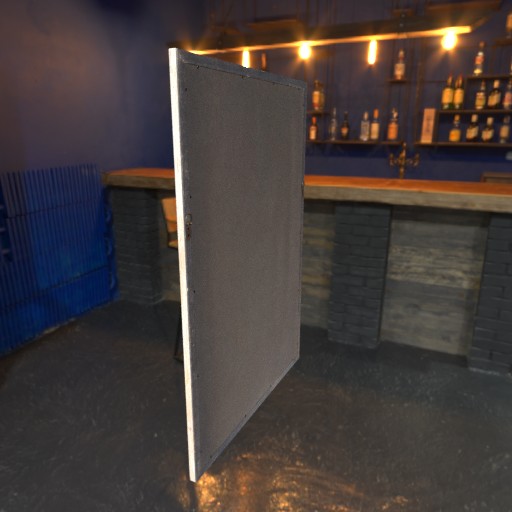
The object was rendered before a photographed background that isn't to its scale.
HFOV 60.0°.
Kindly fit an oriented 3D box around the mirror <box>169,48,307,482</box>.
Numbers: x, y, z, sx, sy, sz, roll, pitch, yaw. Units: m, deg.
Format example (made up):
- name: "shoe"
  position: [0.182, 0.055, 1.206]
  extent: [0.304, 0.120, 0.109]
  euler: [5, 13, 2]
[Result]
- name: "mirror"
  position: [0.000, 0.000, 1.277]
  extent: [0.025, 0.996, 0.705]
  euler: [8, 18, 25]
